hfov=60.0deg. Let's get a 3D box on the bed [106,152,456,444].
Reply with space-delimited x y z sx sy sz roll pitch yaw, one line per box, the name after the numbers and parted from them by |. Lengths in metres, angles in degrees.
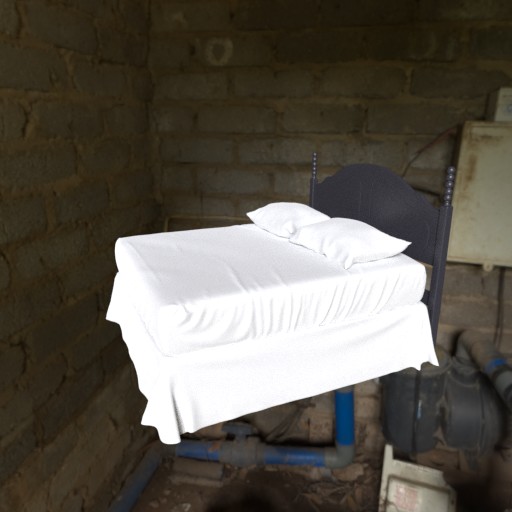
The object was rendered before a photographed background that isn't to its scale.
0.000 0.000 3.264 2.040 1.356 1.873 -8 18 -24 | bed
